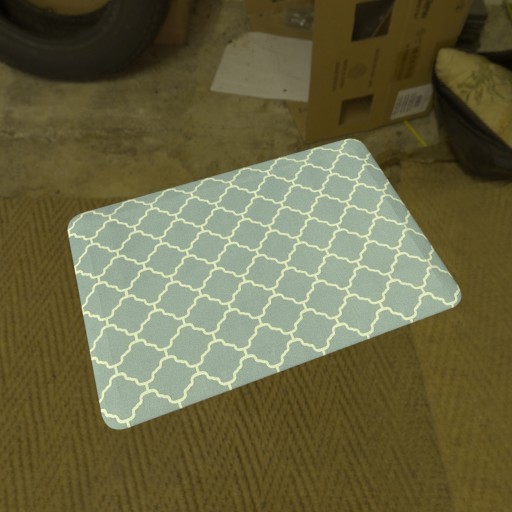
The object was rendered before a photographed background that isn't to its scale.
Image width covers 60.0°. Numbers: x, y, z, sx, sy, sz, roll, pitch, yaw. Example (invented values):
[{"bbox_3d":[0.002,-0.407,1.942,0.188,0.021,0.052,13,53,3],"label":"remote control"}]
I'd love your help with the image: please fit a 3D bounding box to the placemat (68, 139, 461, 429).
[{"bbox_3d":[0.000,0.000,0.975,0.762,0.021,0.508,-18,61,-10],"label":"placemat"}]
